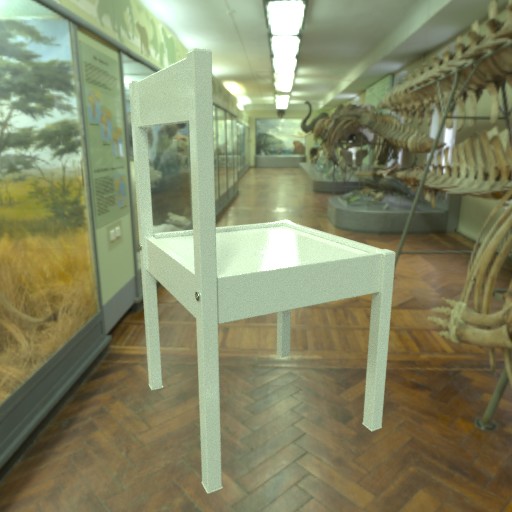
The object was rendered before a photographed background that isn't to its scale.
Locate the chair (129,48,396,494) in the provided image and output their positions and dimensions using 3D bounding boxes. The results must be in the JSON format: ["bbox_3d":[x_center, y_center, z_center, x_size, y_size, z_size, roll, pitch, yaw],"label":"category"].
[{"bbox_3d":[0.000,0.000,0.666,0.285,0.505,0.285,-7,16,-27],"label":"chair"}]
